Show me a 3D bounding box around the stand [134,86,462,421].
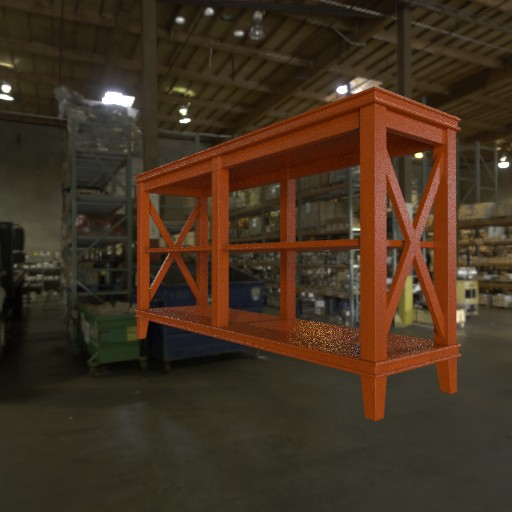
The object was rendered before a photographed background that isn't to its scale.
[{"bbox_3d":[0.000,0.000,1.658,0.381,0.762,1.372,0,-1,-38],"label":"stand"}]
